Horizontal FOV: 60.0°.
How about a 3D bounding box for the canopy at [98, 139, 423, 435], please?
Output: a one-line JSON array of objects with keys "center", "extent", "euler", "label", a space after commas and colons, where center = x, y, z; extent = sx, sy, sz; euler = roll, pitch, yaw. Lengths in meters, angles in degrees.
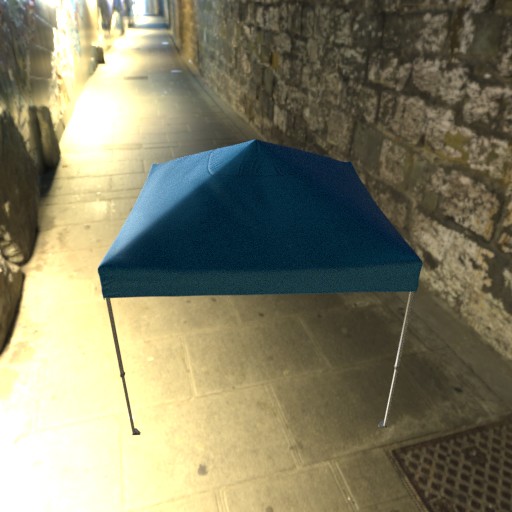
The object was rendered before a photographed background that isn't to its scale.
[{"center": [0.000, 0.000, 5.690], "extent": [2.996, 2.997, 2.998], "euler": [-1, 30, -2], "label": "canopy"}]
